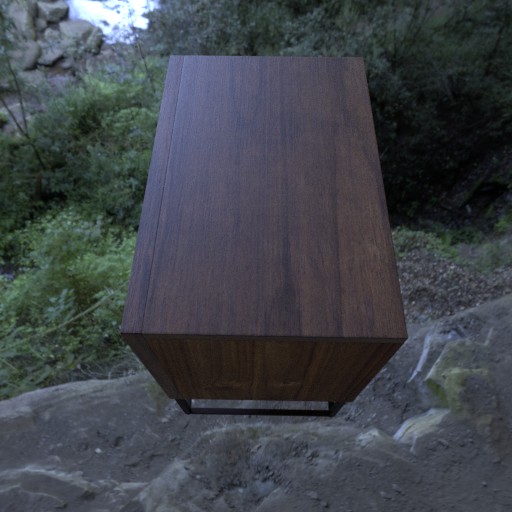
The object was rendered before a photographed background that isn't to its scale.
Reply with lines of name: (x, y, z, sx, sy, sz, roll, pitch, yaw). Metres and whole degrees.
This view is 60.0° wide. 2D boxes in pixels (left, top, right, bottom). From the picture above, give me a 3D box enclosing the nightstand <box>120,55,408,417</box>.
nightstand: (0.000, 0.000, 1.034, 0.437, 0.610, 0.610, 1, 60, 1)
